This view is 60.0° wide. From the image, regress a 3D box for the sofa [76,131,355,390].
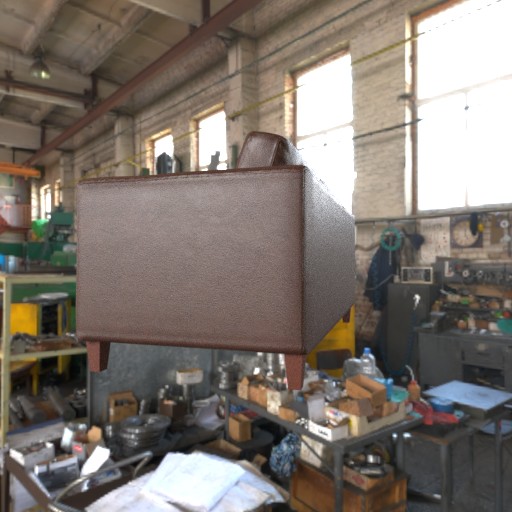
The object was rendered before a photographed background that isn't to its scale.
[{"bbox_3d":[0.000,0.000,2.479,0.951,0.933,1.883,0,0,17],"label":"sofa"}]
